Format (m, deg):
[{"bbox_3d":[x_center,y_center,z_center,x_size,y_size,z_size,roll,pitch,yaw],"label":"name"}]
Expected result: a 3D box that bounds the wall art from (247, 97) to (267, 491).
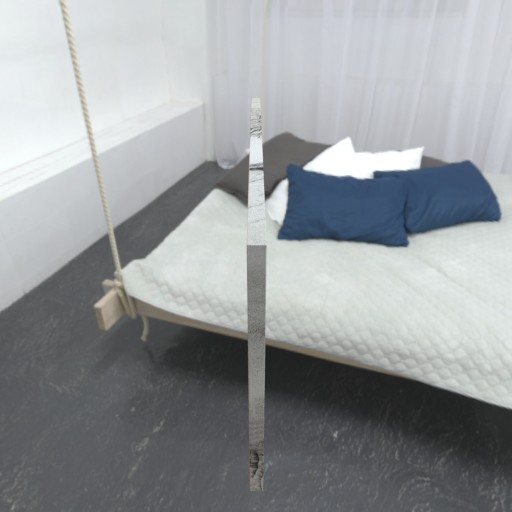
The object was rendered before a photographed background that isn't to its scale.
[{"bbox_3d":[0.000,0.000,1.458,0.035,0.758,1.141,0,32,0],"label":"wall art"}]
